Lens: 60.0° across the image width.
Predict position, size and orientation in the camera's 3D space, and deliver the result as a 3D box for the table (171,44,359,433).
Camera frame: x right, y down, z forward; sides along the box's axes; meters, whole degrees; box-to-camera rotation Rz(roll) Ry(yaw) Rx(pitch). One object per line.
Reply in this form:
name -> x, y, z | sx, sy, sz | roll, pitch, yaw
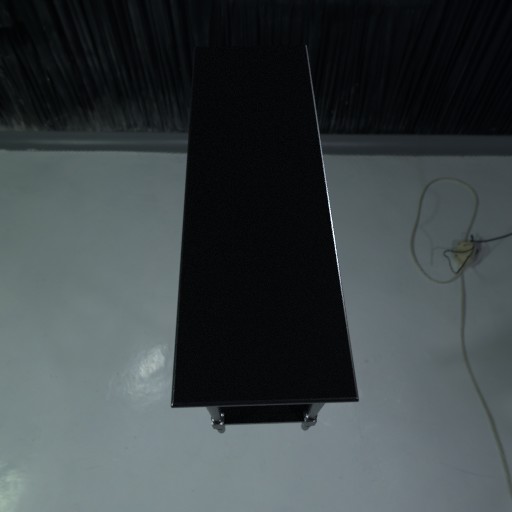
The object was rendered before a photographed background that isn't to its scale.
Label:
table -> 0.000, 0.000, 1.554 | 0.386, 0.819, 1.191 | -2, 59, -1
